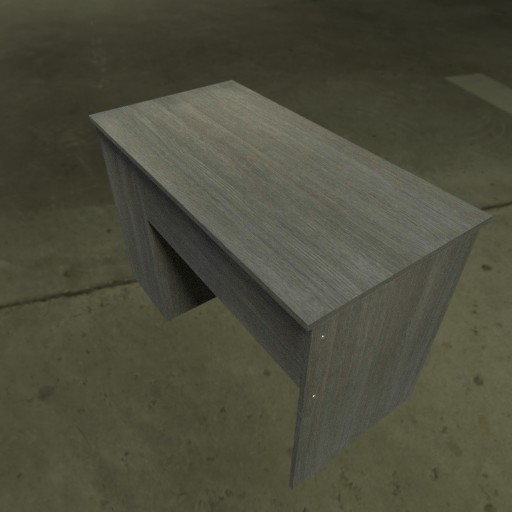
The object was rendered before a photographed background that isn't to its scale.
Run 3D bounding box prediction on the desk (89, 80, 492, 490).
[{"bbox_3d":[0.000,0.000,1.473,0.560,0.730,1.096,-25,47,-26],"label":"desk"}]
